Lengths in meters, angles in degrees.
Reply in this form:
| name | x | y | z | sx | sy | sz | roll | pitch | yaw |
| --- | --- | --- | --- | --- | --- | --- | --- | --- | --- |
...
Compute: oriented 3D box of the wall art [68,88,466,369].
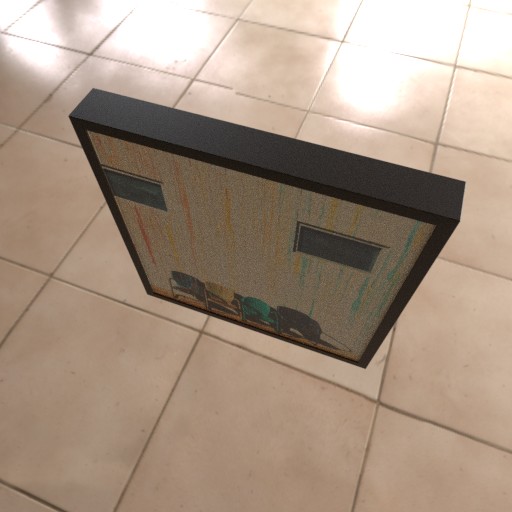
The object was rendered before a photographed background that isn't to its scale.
| name | x | y | z | sx | sy | sz | roll | pitch | yaw |
| --- | --- | --- | --- | --- | --- | --- | --- | --- | --- |
| wall art | 0.000 | 0.000 | 0.460 | 0.304 | 0.304 | 0.038 | 17 | 59 | 11 |
